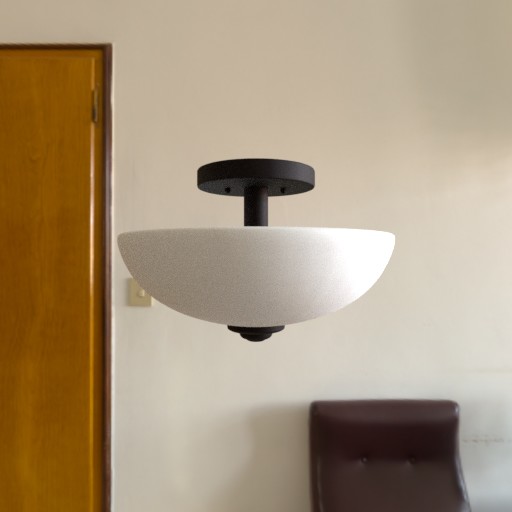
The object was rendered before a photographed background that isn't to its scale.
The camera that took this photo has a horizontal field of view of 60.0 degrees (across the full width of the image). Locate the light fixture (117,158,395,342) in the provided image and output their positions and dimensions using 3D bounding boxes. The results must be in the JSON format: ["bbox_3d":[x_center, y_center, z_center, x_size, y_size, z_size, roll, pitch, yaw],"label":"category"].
[{"bbox_3d":[0.000,0.000,0.553,0.331,0.212,0.331,0,-1,0],"label":"light fixture"}]
